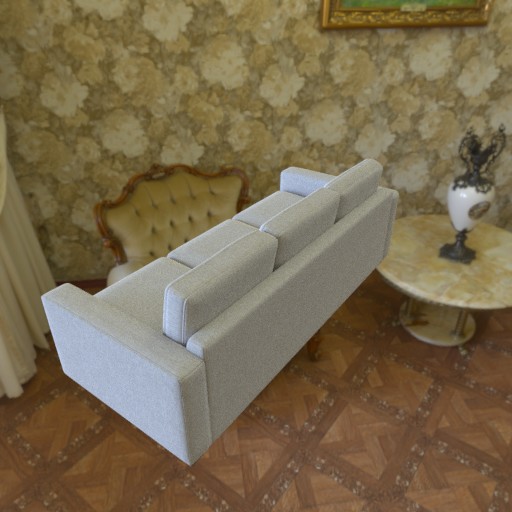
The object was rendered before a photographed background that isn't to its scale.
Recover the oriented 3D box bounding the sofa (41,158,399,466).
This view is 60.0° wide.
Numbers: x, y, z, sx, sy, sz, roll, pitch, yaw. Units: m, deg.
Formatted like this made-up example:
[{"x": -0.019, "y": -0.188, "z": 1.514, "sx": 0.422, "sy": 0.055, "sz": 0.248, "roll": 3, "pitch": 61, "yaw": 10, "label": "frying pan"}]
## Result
[{"x": 0.000, "y": 0.000, "z": 2.580, "sx": 0.900, "sy": 0.800, "sz": 2.120, "roll": 21, "pitch": 37, "yaw": 30, "label": "sofa"}]
